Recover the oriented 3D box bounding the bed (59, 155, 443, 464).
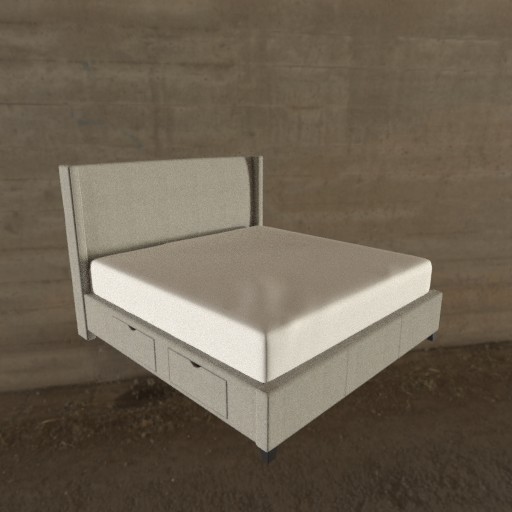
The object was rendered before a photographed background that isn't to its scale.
[{"bbox_3d":[0.000,0.000,3.646,2.280,1.470,2.140,15,22,43],"label":"bed"}]
